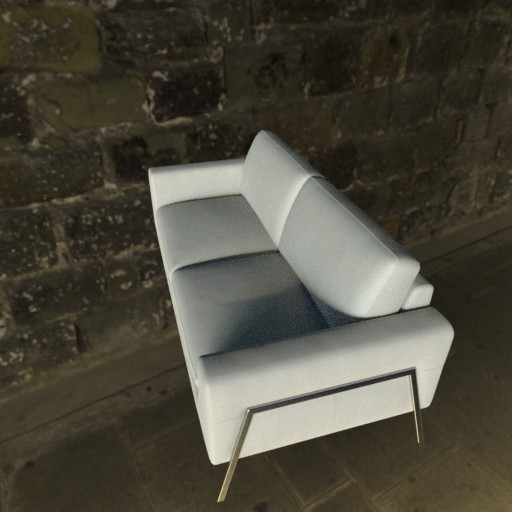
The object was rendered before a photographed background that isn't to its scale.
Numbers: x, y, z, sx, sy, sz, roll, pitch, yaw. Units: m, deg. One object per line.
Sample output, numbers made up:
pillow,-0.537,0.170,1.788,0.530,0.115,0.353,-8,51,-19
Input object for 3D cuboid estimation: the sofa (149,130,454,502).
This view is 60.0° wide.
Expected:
sofa,0.000,0.000,2.414,0.953,0.875,2.017,-9,33,-14
